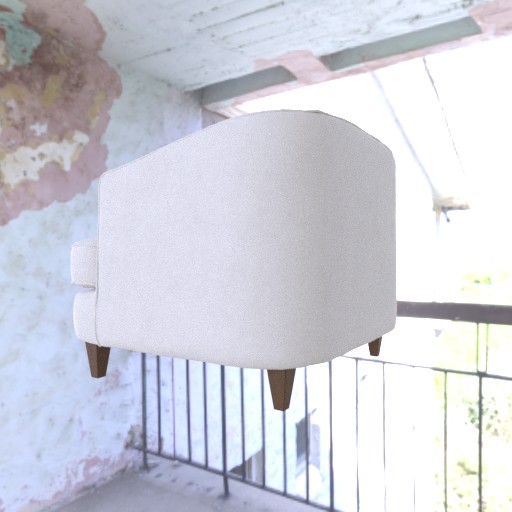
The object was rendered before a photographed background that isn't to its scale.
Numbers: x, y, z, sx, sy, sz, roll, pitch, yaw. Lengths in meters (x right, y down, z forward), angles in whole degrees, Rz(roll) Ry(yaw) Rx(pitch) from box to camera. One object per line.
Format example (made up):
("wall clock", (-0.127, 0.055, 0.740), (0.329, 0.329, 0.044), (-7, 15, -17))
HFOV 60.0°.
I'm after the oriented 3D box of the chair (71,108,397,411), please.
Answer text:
("chair", (0.000, 0.000, 1.768), (0.941, 0.852, 1.104), (0, 0, 34))
